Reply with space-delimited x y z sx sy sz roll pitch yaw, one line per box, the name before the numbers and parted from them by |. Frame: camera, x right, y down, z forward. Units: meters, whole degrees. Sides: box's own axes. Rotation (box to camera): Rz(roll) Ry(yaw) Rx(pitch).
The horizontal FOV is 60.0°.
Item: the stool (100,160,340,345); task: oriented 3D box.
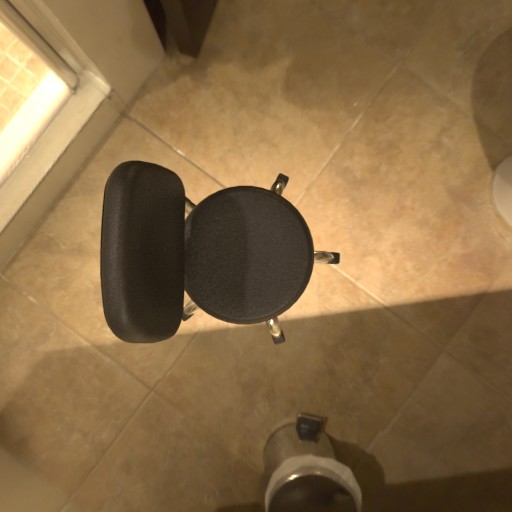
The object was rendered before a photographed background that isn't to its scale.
stool | 0.000 0.000 1.332 0.648 0.862 0.673 0 89 1
